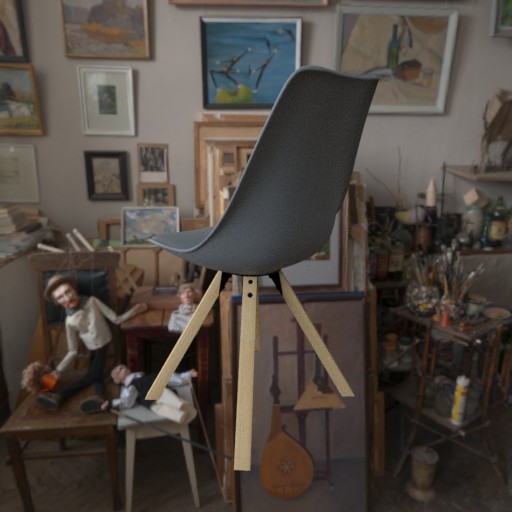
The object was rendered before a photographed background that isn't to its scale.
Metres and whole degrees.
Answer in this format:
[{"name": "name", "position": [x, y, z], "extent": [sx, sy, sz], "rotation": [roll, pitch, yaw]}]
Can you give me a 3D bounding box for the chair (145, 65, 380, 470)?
[{"name": "chair", "position": [0.000, 0.000, 1.150], "extent": [0.485, 0.850, 0.549], "rotation": [-15, 21, -42]}]
